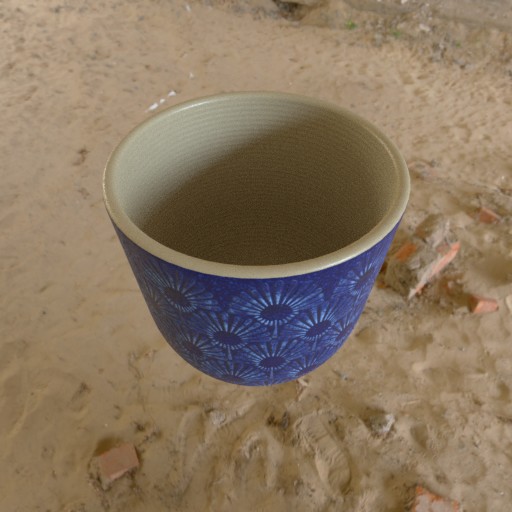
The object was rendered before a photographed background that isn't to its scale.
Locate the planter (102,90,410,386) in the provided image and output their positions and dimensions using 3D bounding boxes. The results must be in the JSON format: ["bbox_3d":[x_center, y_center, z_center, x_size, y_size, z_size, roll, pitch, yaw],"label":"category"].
[{"bbox_3d":[0.000,0.000,0.372,0.206,0.190,0.206,0,47,0],"label":"planter"}]
